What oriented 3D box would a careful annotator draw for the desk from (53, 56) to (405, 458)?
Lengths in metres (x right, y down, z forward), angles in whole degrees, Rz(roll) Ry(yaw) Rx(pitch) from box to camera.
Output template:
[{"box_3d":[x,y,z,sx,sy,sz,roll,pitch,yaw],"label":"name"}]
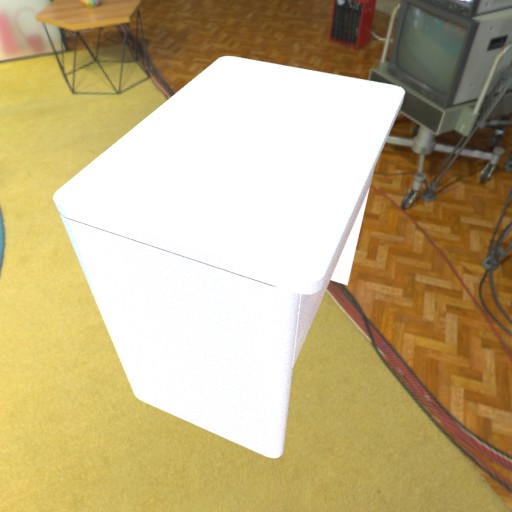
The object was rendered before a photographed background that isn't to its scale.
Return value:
[{"box_3d":[0.000,0.000,1.303,0.549,0.800,0.762,17,48,16],"label":"desk"}]
